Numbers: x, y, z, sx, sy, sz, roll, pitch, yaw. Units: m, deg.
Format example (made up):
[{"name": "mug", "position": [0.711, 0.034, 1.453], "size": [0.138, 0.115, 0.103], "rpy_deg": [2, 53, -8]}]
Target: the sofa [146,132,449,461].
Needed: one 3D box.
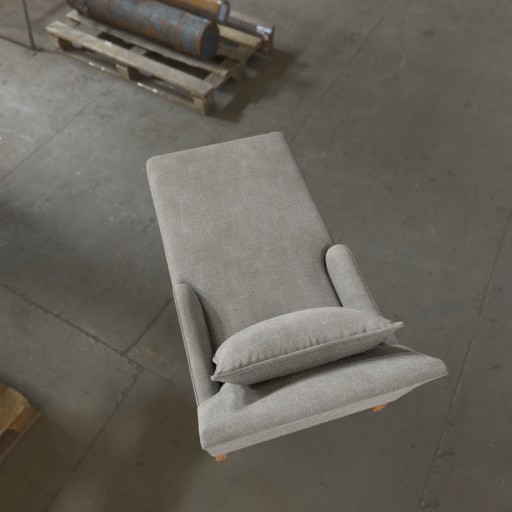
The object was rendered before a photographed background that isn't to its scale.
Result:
[{"name": "sofa", "position": [0.000, 0.000, 2.246], "size": [0.894, 0.859, 1.779], "rpy_deg": [-14, 58, -9]}]
